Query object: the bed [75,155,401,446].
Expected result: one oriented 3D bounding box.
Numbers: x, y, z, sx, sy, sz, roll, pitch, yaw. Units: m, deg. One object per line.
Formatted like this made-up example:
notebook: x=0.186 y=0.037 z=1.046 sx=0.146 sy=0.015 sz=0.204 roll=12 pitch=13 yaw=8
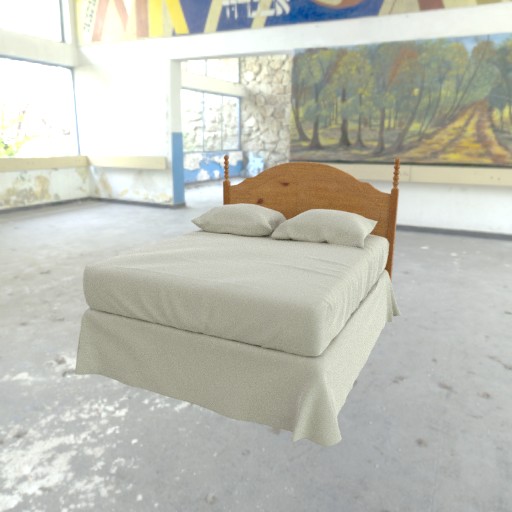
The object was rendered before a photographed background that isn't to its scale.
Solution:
bed: x=0.000 y=0.000 z=3.245 sx=1.873 sy=1.356 sz=2.040 roll=7 pitch=17 yaw=25
